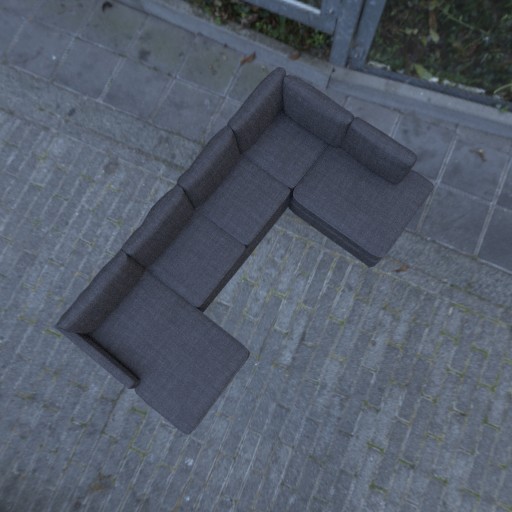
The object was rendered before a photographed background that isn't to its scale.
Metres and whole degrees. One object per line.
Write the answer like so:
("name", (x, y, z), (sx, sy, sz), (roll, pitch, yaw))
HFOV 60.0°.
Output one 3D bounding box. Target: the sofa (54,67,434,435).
("sofa", (0.000, 0.000, 4.391), (2.048, 0.999, 3.423), (36, 79, 8))
